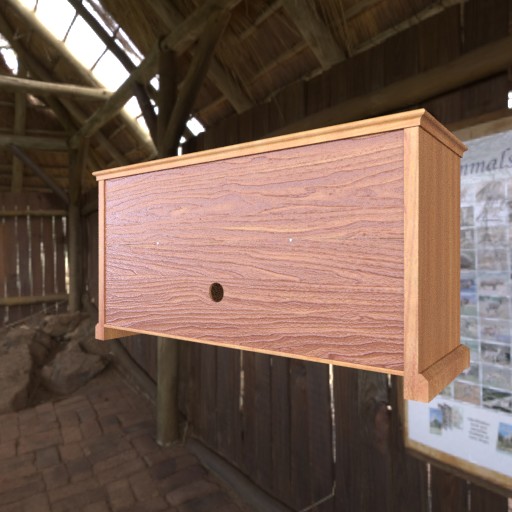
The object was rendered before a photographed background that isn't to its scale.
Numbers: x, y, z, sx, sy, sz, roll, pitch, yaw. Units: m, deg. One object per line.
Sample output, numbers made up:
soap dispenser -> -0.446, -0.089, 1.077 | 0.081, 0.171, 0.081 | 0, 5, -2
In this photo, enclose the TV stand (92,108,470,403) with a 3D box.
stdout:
TV stand -> 0.000, 0.000, 1.425 | 1.181, 0.607, 0.417 | 0, 0, 37
